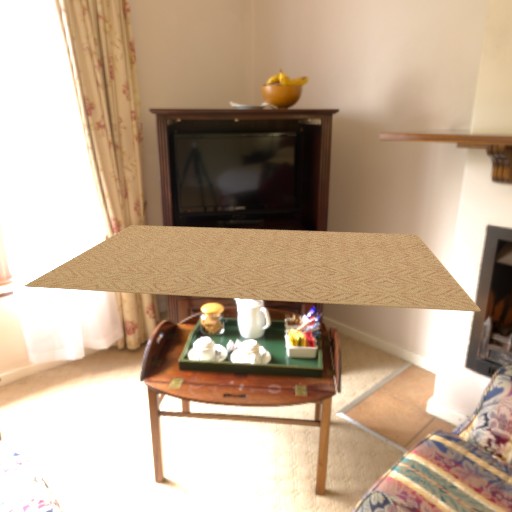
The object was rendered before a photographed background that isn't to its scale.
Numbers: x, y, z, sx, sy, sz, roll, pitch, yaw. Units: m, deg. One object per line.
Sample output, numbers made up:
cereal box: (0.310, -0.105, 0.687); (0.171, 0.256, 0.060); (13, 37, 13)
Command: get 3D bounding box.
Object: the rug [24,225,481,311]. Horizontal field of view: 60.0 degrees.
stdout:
rug: (0.000, 0.000, 3.043); (2.438, 0.008, 1.523); (2, 17, 8)
